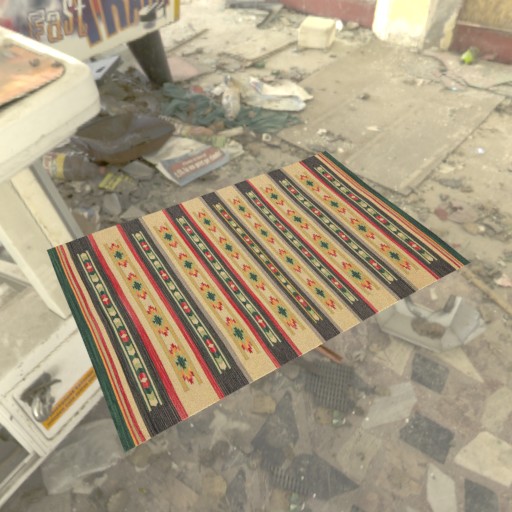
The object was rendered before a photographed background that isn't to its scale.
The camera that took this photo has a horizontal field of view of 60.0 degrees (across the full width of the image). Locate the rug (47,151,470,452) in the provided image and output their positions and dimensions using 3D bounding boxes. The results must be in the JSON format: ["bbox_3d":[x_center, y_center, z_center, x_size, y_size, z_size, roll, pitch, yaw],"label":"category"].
[{"bbox_3d":[0.000,0.000,2.885,2.311,0.010,1.522,-23,50,-21],"label":"rug"}]
